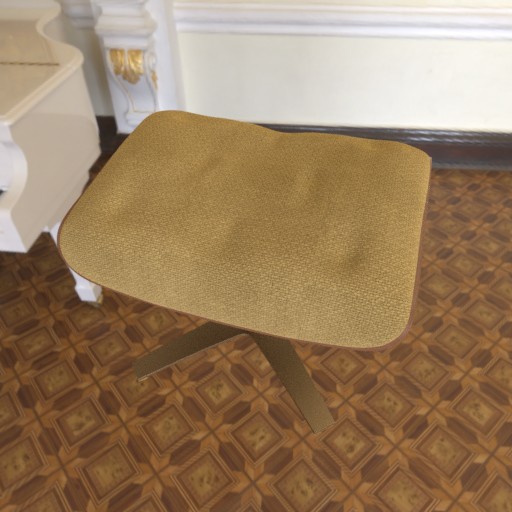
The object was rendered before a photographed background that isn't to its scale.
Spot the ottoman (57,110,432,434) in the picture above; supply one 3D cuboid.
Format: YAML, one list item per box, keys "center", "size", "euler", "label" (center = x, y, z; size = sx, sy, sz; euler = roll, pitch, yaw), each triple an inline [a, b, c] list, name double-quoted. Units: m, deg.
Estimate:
- center: [0.000, 0.000, 0.802]
  size: [0.520, 0.391, 0.394]
  euler: [12, 43, 13]
  label: "ottoman"
